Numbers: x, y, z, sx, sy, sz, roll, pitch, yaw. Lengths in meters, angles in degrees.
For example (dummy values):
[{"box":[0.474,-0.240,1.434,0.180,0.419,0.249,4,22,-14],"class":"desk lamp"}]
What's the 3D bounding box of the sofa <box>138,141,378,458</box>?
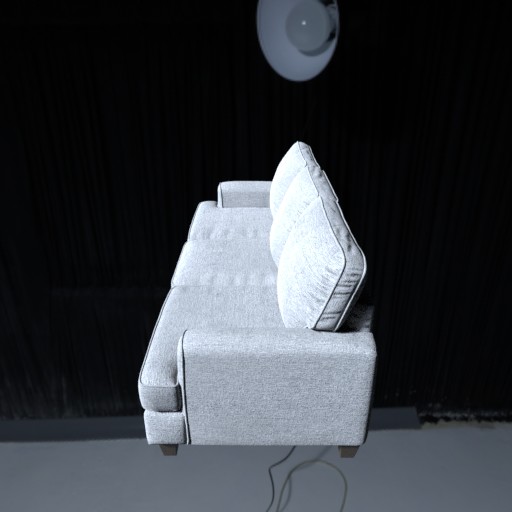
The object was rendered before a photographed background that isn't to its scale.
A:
[{"box":[0.000,0.000,2.646,0.951,0.965,2.158,0,26,0],"class":"sofa"}]
